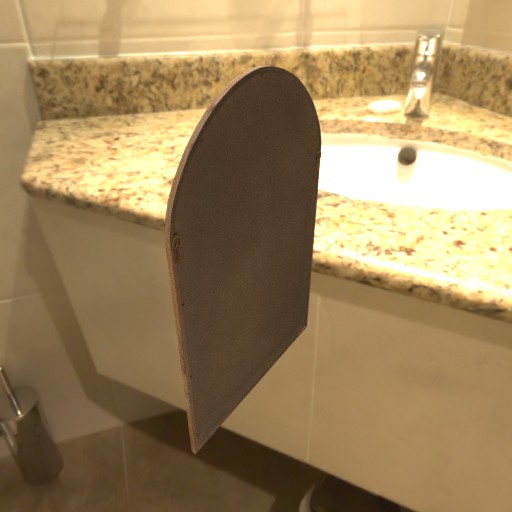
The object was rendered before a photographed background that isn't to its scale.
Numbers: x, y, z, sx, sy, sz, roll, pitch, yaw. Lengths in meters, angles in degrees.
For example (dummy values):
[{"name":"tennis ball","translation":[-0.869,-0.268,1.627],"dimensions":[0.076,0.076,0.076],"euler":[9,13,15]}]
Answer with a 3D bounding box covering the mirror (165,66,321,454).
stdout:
[{"name":"mirror","translation":[0.000,0.000,1.149],"dimensions":[0.032,0.915,0.609],"euler":[20,38,28]}]
